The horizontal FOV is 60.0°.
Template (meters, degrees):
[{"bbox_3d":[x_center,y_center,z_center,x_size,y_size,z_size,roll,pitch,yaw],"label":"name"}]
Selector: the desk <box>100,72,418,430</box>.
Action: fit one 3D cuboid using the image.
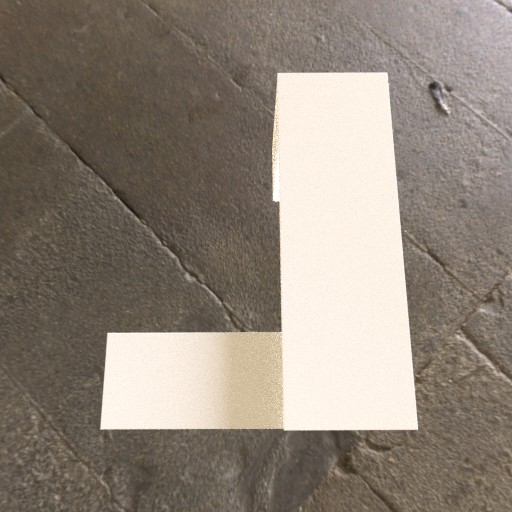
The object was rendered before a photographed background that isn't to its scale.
[{"bbox_3d":[0.000,0.000,2.200,1.199,0.759,1.524,0,76,0],"label":"desk"}]
